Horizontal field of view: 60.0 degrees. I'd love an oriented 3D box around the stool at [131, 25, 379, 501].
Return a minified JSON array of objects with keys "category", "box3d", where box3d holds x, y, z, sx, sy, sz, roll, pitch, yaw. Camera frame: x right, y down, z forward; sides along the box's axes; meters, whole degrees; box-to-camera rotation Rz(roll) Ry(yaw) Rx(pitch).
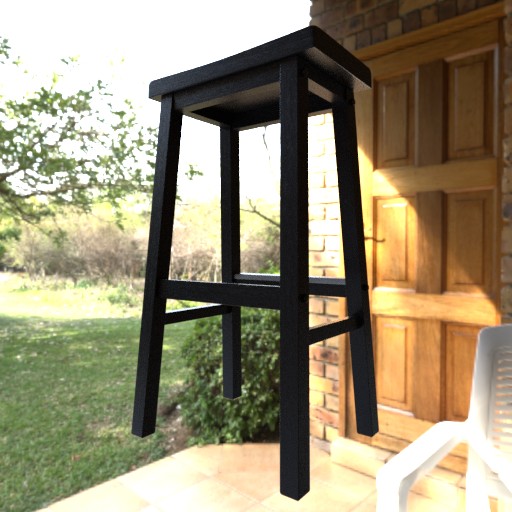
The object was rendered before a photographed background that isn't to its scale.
[{"category":"stool","box3d":[0.000,0.000,0.919,0.406,0.742,0.322,1,1,37]}]
